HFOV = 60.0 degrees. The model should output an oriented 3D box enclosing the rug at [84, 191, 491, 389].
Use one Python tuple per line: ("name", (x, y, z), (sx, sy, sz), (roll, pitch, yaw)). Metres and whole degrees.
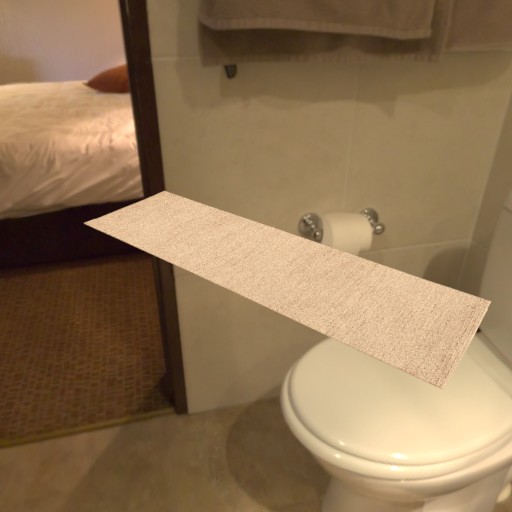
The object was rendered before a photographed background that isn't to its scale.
("rug", (0.000, 0.000, 2.525), (2.346, 0.013, 0.712), (21, 36, 32))
